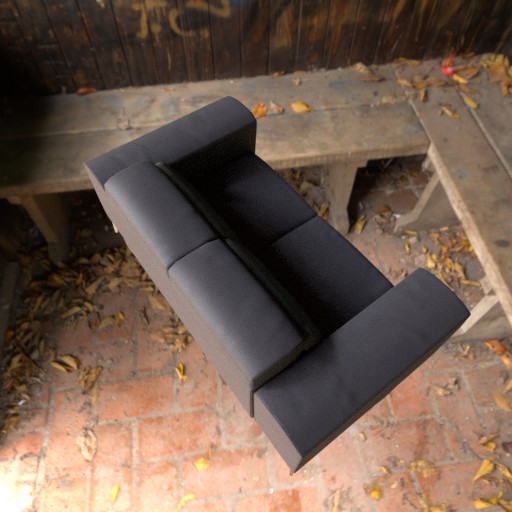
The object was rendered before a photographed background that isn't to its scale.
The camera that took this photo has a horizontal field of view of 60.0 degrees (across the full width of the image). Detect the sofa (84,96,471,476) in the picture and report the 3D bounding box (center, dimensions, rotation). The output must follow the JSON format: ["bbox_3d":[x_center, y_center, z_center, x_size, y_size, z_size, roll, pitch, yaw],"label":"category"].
[{"bbox_3d":[0.000,0.000,2.385,1.003,0.779,1.895,-32,63,-19],"label":"sofa"}]
